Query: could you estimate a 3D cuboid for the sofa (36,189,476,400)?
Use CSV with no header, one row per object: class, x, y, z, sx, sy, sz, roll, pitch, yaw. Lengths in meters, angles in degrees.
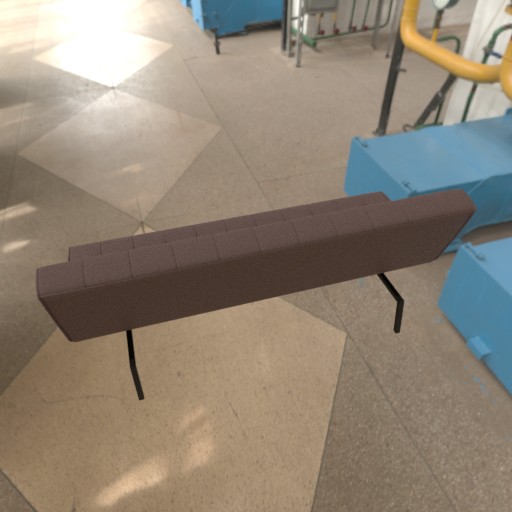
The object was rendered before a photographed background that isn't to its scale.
sofa,0.000,0.000,2.081,1.703,0.699,0.747,-11,43,-13
